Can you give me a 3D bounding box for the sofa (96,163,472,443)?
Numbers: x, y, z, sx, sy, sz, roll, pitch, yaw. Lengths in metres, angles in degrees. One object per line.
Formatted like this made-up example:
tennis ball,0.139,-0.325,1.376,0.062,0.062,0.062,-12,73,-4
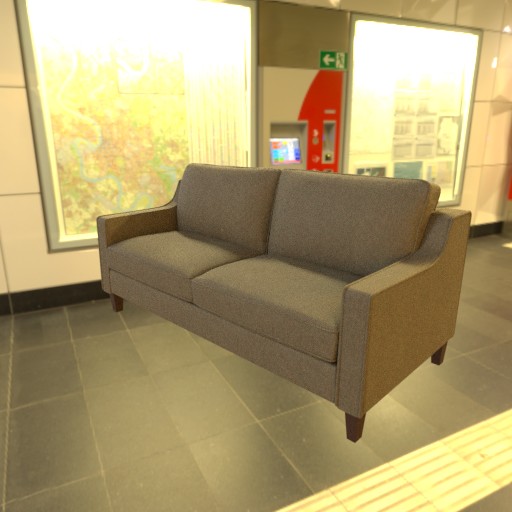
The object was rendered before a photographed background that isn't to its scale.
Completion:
sofa,0.000,0.000,2.803,2.181,1.074,1.073,15,22,41
